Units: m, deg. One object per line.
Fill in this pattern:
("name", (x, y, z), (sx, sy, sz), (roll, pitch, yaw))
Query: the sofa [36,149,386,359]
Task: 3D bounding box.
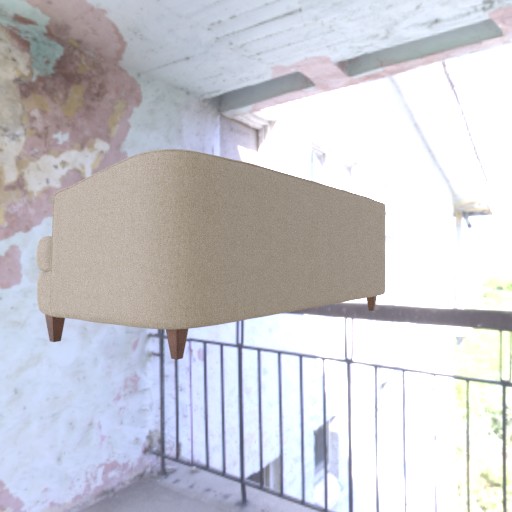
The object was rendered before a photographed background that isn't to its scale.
("sofa", (0.000, 0.000, 2.654), (0.913, 0.788, 2.235), (0, 0, 36))
